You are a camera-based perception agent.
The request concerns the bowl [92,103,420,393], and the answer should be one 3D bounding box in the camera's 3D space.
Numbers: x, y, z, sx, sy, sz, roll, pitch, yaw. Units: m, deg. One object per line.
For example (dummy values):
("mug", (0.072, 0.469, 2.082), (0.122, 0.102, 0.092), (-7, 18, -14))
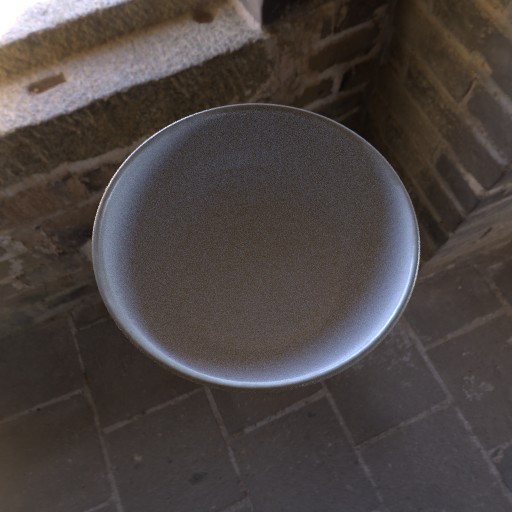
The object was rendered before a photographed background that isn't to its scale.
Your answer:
("bowl", (0.000, 0.000, 0.418), (0.268, 0.121, 0.268), (0, 64, 0))
